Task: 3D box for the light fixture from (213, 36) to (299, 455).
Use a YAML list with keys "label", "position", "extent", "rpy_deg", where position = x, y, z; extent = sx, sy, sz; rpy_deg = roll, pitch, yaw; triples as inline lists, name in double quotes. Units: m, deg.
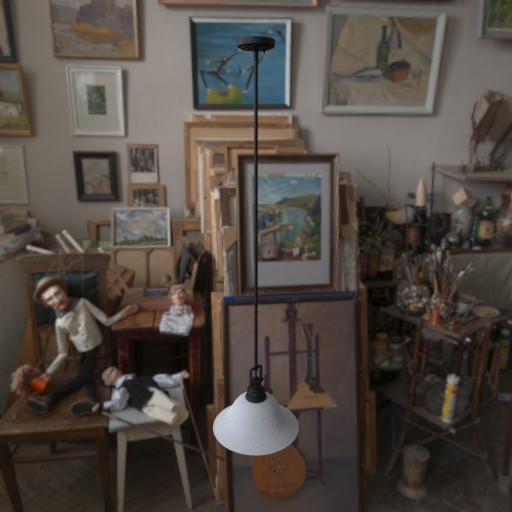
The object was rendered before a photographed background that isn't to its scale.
- label: "light fixture"
  position: [0.000, 0.000, 1.502]
  extent: [0.324, 1.337, 0.324]
  rpy_deg: [15, 21, 42]
